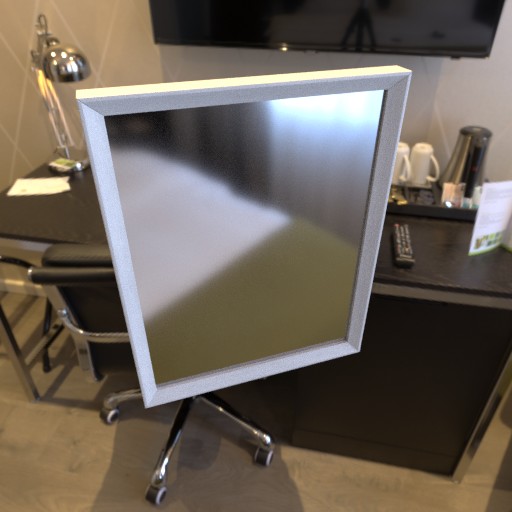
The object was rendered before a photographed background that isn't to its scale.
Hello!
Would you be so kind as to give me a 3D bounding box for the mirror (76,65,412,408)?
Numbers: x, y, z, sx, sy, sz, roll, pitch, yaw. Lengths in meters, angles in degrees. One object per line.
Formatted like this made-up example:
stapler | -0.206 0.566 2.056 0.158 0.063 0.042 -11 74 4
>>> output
mirror | 0.000 0.000 0.670 0.406 0.509 0.041 -11 36 -15
